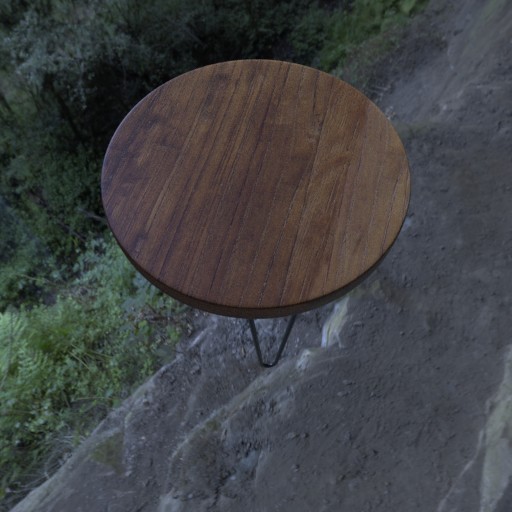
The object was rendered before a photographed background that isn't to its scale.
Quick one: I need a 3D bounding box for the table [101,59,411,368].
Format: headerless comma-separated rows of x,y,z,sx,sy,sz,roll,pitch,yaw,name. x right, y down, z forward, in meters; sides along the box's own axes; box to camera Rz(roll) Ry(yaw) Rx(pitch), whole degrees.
0.000,0.000,0.805,0.400,0.520,0.400,0,63,0,table
